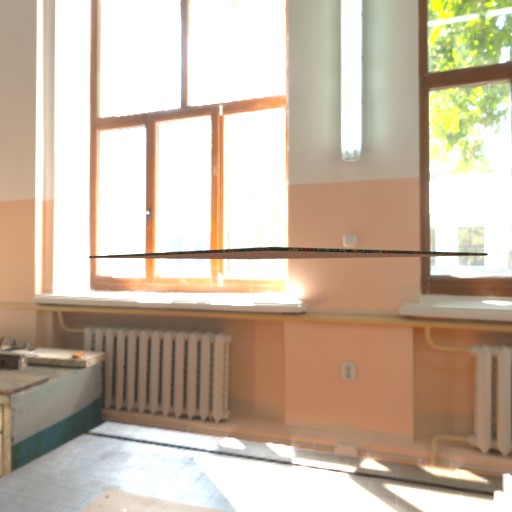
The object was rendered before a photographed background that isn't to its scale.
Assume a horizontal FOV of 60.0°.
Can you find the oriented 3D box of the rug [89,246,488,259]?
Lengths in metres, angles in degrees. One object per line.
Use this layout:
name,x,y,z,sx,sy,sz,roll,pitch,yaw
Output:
rug,0.000,0.000,2.933,1.527,0.016,2.290,1,-1,-36
